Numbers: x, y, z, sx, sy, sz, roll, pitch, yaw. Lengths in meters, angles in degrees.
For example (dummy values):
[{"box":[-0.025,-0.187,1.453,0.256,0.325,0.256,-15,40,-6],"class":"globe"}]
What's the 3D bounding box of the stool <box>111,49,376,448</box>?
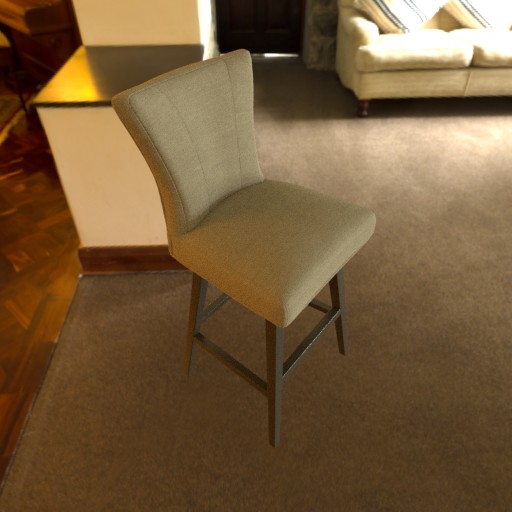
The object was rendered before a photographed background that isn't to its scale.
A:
[{"box":[0.000,0.000,1.439,0.574,1.086,0.514,27,47,28],"class":"stool"}]
